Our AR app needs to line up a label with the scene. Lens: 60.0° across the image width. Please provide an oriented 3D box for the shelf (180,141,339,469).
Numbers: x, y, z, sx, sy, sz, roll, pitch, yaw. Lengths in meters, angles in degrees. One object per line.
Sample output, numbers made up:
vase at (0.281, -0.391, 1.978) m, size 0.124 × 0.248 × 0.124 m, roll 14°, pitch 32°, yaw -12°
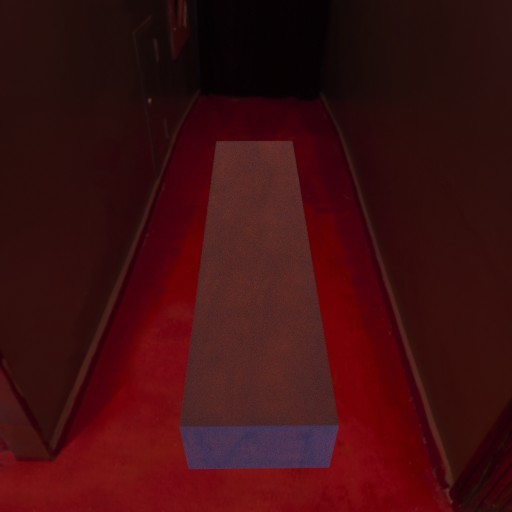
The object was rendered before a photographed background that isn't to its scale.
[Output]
shelf at (0.000, 0.000, 0.682) m, size 0.152 × 0.088 × 0.607 m, roll 0°, pitch 40°, yaw 0°
